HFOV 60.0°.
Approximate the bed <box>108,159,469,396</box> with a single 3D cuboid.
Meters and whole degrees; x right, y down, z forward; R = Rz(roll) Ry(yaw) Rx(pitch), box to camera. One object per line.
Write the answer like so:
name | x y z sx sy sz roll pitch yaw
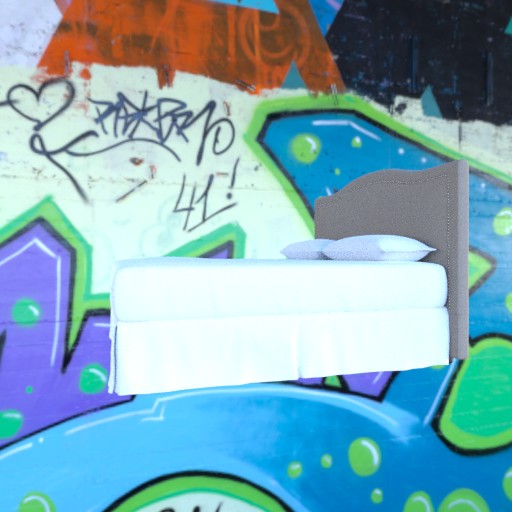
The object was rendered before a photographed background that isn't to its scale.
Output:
bed | 0.000 0.000 3.457 2.182 1.421 2.083 0 0 -18
